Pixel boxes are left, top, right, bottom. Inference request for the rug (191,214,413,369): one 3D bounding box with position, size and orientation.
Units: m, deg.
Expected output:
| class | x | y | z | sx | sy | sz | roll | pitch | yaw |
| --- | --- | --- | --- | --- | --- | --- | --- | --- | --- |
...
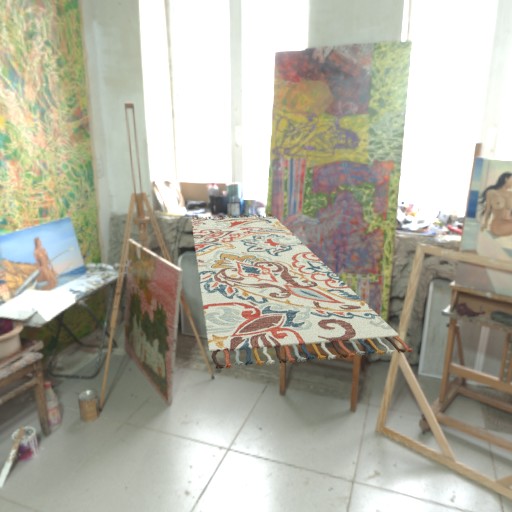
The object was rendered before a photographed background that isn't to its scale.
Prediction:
| class | x | y | z | sx | sy | sz | roll | pitch | yaw |
| --- | --- | --- | --- | --- | --- | --- | --- | --- | --- |
| rug | 0.000 | 0.000 | 2.873 | 0.763 | 0.015 | 2.682 | -3 | 17 | -9 |
